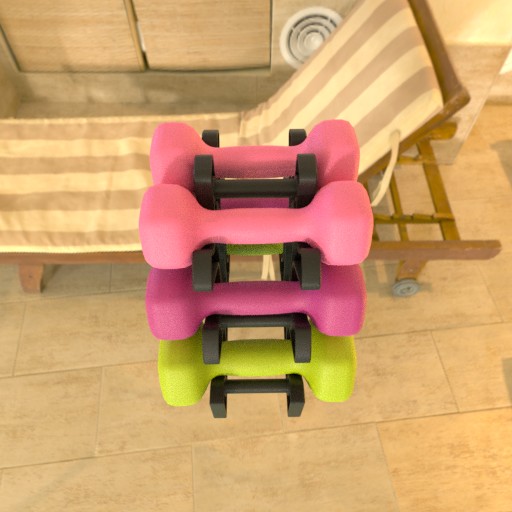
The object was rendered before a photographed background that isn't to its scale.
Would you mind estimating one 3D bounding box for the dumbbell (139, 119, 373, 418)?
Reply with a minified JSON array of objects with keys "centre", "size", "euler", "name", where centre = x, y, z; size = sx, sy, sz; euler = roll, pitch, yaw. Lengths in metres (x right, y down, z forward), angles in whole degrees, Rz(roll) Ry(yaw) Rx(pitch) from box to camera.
[{"centre":[0.000,0.000,0.451],"size":[0.203,0.261,0.257],"euler":[-1,56,0],"name":"dumbbell"}]
